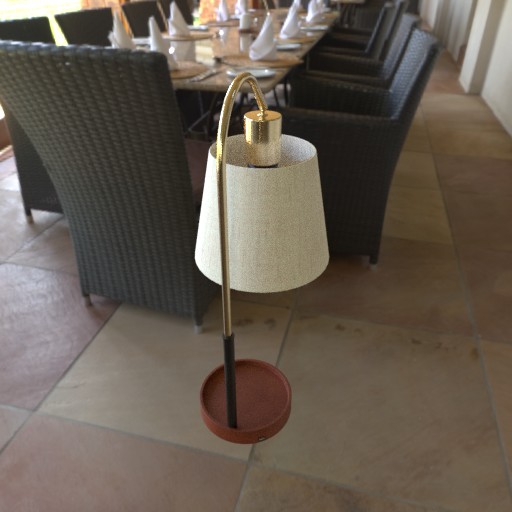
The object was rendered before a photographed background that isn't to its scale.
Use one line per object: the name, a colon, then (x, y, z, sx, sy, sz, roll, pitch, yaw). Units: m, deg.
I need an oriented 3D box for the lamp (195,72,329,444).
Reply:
lamp: (0.000, 0.000, 0.671, 0.211, 0.536, 0.273, 10, 34, 15)
